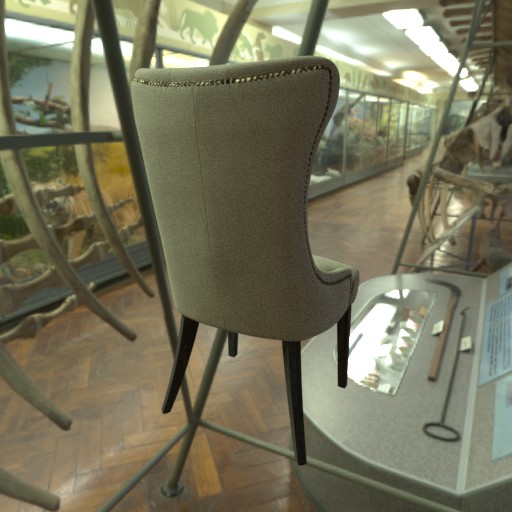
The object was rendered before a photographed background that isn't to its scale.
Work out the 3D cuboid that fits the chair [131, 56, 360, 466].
[{"bbox_3d":[0.000,0.000,1.375,0.584,1.065,0.590,9,19,27],"label":"chair"}]
